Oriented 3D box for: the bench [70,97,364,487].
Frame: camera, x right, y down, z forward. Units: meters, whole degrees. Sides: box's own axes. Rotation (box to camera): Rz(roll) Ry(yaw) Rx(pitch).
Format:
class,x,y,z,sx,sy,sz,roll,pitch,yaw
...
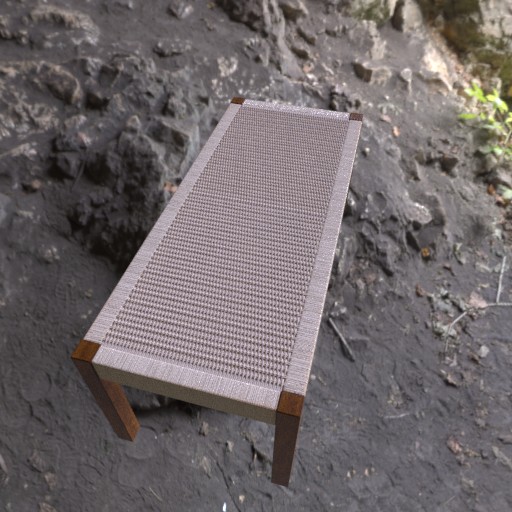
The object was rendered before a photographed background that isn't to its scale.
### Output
class,x,y,z,sx,sy,sz,roll,pitch,yaw
bench,0.000,0.000,1.473,0.507,0.457,1.198,11,48,10
